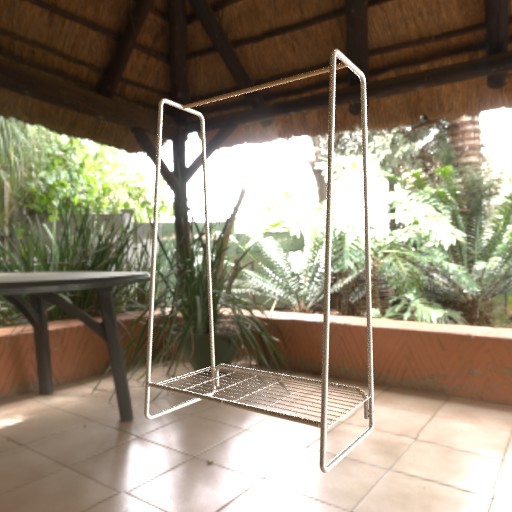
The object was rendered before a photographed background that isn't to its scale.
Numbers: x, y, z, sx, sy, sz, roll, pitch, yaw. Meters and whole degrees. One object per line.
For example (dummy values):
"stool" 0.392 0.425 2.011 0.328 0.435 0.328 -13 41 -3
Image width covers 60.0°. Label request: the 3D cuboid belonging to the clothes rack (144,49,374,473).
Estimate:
"clothes rack" 0.000 0.000 1.959 0.900 1.500 0.495 0 0 35
